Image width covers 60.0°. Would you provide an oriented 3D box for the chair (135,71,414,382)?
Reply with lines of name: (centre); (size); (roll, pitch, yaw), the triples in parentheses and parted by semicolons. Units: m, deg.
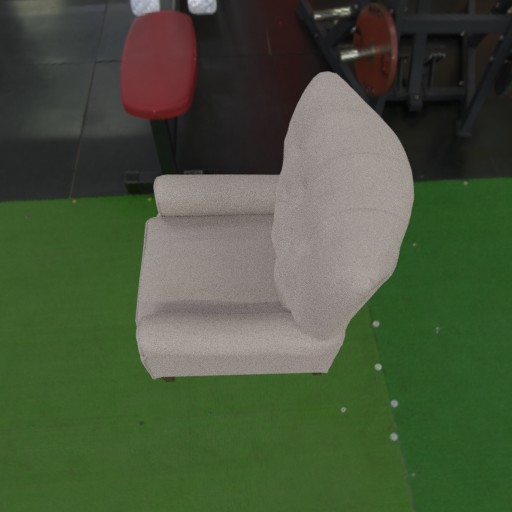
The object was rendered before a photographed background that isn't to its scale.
chair: (0.000, 0.000, 1.888); (1.025, 1.209, 0.942); (-1, 58, -1)
